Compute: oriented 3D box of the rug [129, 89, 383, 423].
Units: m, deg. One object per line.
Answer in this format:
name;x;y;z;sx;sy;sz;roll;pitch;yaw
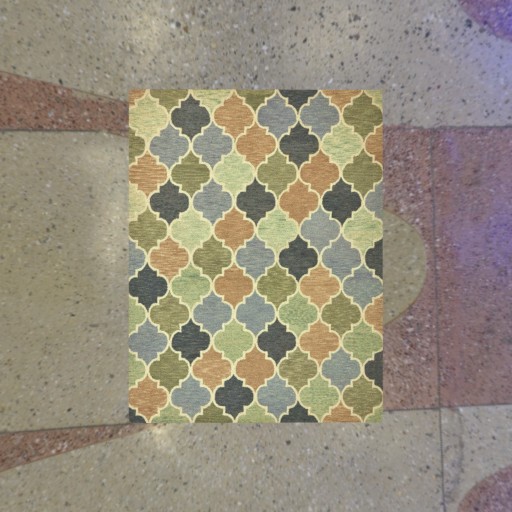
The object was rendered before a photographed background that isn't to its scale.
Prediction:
rug;0.000;0.000;4.265;2.439;0.013;3.200;0;90;0
